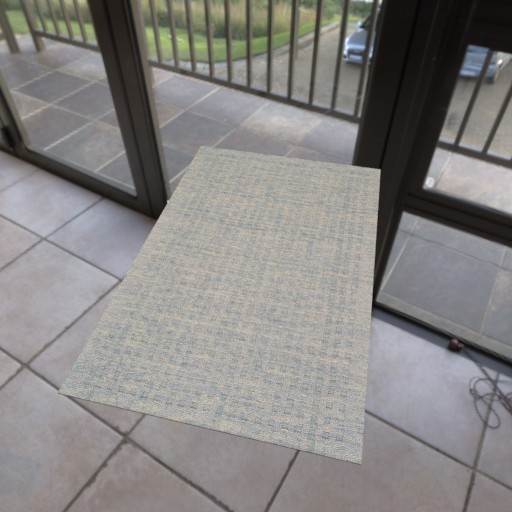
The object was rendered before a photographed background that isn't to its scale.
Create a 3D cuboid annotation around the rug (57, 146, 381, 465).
[{"bbox_3d":[0.000,0.000,2.186,1.142,0.006,1.752,10,47,9],"label":"rug"}]
